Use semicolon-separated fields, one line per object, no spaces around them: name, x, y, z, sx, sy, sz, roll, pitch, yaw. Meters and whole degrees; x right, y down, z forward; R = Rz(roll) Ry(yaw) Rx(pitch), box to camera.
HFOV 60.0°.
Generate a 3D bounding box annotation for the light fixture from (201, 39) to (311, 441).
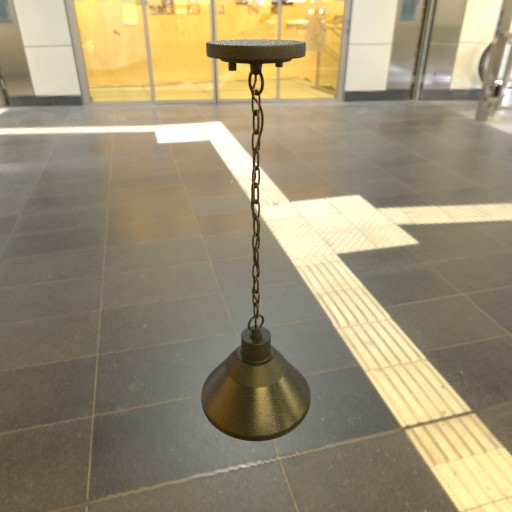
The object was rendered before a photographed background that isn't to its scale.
light fixture;0.000;0.000;0.676;0.201;0.588;0.201;-18;34;-30
